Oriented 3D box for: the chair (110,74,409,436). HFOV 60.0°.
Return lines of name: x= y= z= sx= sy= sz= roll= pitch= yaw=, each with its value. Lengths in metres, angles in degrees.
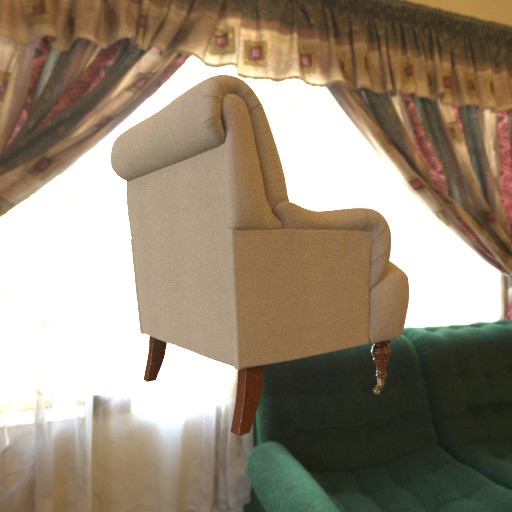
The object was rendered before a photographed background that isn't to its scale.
chair: x=0.000 y=0.000 z=1.591 sx=0.842 sy=0.942 sz=0.766 roll=0 pitch=0 yaw=-36
